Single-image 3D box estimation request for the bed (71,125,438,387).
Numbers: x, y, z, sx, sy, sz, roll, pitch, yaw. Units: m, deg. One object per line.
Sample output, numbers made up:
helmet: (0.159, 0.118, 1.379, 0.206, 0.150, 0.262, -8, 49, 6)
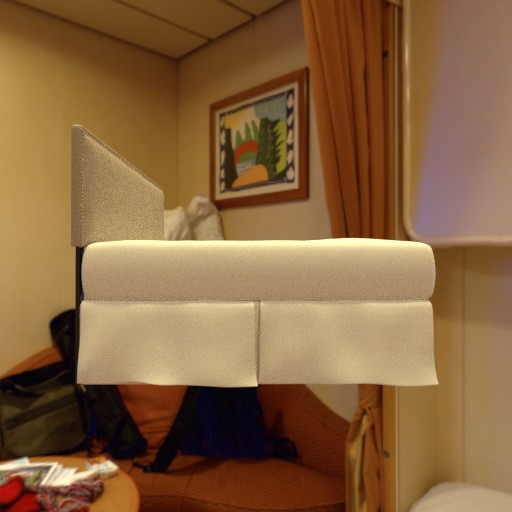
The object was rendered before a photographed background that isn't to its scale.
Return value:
bed: (0.000, 0.000, 3.315, 1.914, 1.346, 2.170, 0, 0, 0)
